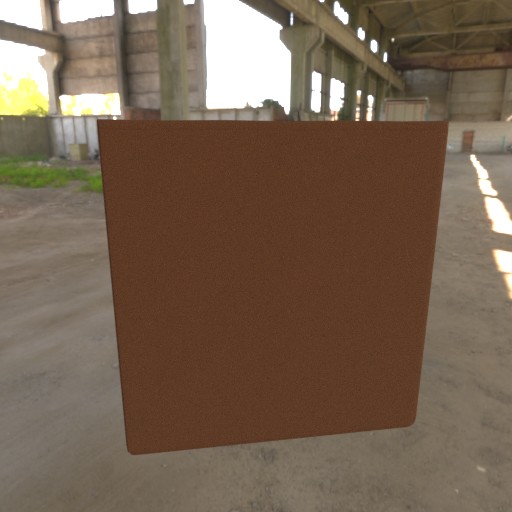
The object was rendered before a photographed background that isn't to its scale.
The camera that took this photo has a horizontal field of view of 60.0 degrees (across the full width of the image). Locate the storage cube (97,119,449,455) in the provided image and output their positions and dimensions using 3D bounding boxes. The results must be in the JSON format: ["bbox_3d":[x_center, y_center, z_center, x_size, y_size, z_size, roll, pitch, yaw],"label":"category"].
[{"bbox_3d":[0.000,0.000,0.489,0.270,0.280,0.270,-2,16,-8],"label":"storage cube"}]
